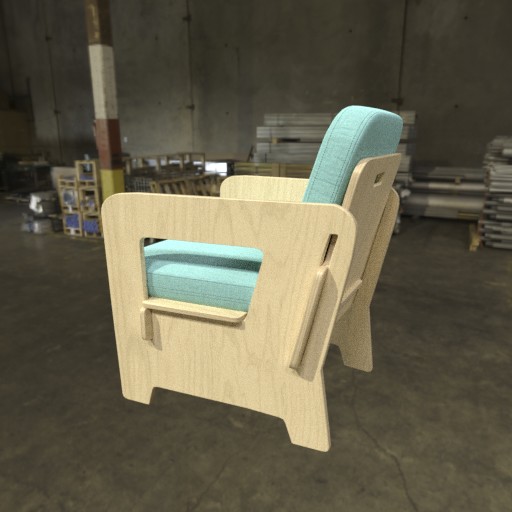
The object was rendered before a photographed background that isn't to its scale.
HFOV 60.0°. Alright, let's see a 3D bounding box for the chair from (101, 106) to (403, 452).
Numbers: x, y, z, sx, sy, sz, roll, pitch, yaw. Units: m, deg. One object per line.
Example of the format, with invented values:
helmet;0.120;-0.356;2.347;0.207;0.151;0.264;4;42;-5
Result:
chair;0.000;0.000;1.283;0.710;0.800;0.590;8;17;27
